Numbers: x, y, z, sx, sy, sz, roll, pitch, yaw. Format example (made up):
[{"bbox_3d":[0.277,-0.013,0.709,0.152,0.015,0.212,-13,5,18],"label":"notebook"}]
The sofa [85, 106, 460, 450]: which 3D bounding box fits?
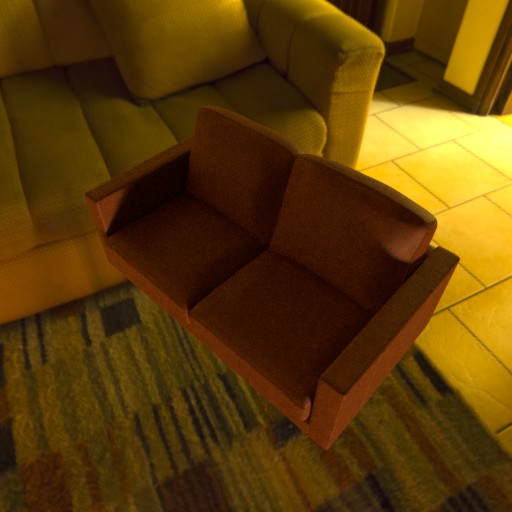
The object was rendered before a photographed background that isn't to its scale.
[{"bbox_3d":[0.000,0.000,2.202,1.578,0.951,0.909,34,56,28],"label":"sofa"}]
